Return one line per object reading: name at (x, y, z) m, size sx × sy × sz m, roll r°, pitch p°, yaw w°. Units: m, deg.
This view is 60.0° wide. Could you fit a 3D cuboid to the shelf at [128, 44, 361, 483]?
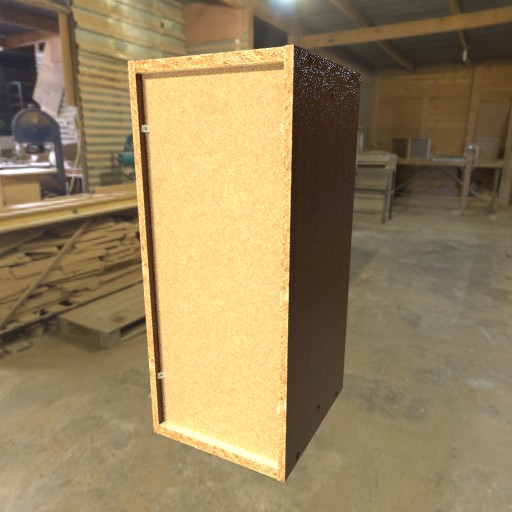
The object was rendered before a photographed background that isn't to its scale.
shelf at (0.000, 0.000, 0.762) m, size 0.253 × 0.600 × 0.290 m, roll 8°, pitch 17°, yaw 27°
